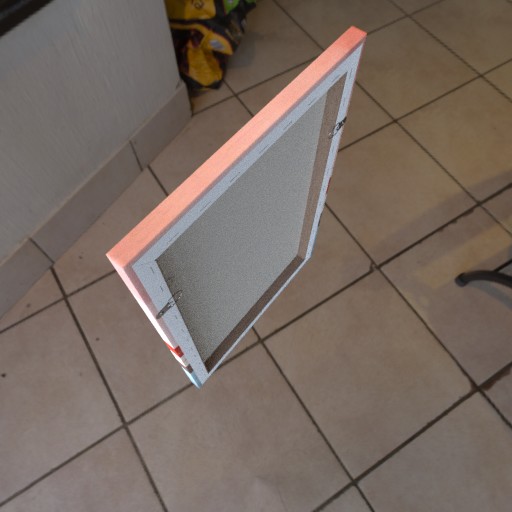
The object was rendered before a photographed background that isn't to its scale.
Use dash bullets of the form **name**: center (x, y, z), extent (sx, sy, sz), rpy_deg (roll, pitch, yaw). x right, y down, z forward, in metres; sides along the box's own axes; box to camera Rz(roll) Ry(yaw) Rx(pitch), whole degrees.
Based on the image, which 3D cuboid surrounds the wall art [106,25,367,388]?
- **wall art**: center (0.000, 0.000, 1.118), extent (0.038, 0.914, 0.610), rpy_deg (36, 69, 16)
